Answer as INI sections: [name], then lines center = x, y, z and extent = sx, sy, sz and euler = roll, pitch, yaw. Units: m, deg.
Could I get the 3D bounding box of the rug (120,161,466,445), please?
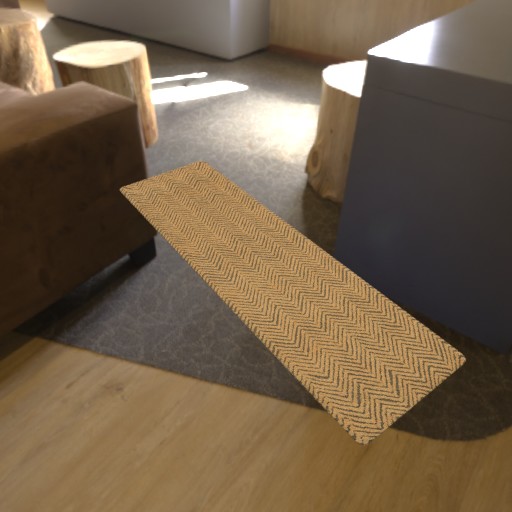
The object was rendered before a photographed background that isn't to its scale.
[rug]
center = 0.000, 0.000, 2.534
extent = 0.686, 0.008, 2.286
euler = -26, 47, -27
